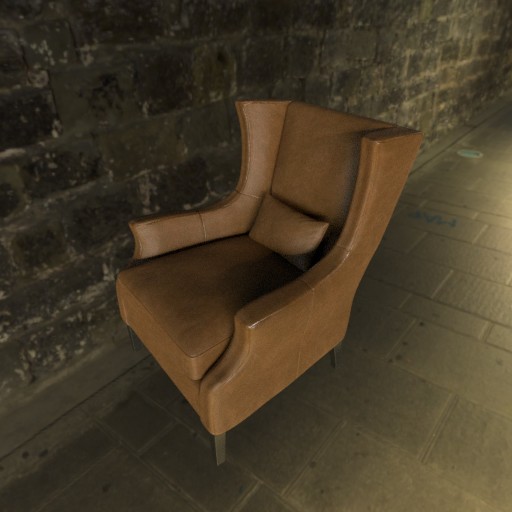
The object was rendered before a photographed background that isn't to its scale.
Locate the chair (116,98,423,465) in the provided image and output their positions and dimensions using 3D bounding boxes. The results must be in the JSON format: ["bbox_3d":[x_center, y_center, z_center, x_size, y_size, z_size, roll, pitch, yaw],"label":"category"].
[{"bbox_3d":[0.000,0.000,1.719,0.925,1.016,0.852,-21,36,-31],"label":"chair"}]
